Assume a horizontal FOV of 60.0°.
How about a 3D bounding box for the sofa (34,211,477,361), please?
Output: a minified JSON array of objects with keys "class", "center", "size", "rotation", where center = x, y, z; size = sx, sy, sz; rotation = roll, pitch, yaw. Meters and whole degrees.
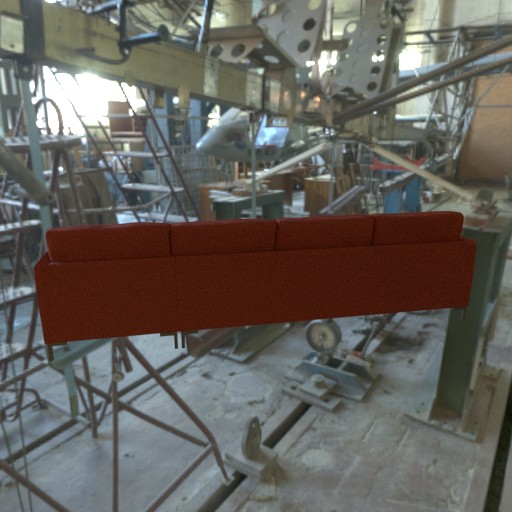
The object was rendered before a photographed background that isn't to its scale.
[{"class":"sofa","center":[0.000,0.000,3.476],"size":[2.932,0.810,1.350],"rotation":[-3,16,-11]}]
